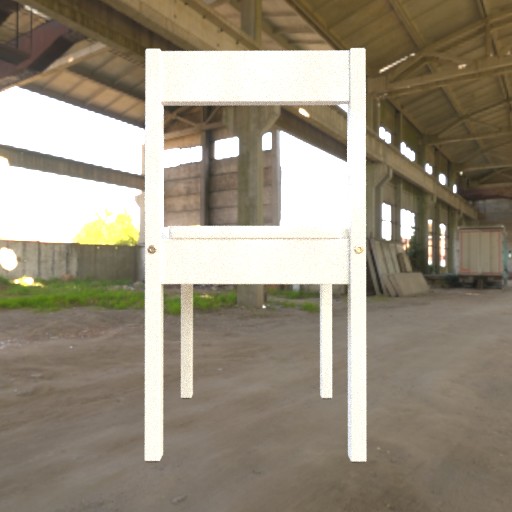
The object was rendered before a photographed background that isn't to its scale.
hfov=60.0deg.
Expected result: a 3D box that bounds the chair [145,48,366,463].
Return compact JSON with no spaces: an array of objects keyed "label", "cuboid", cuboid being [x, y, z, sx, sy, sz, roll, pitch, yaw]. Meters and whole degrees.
[{"label":"chair","cuboid":[0.000,0.000,0.890,0.367,0.668,0.361,0,0,0]}]
